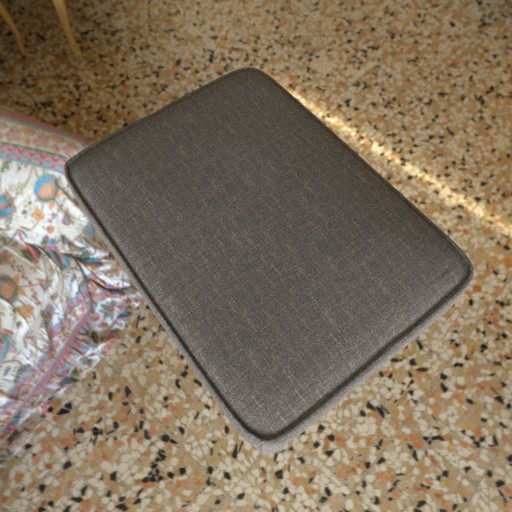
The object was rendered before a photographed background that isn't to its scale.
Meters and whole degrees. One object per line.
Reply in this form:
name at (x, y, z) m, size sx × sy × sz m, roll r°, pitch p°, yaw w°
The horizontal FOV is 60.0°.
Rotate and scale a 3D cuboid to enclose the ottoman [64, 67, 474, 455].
ottoman at (0.000, 0.000, 1.062) m, size 0.549 × 0.450 × 0.749 m, roll -34°, pitch 67°, yaw -16°
